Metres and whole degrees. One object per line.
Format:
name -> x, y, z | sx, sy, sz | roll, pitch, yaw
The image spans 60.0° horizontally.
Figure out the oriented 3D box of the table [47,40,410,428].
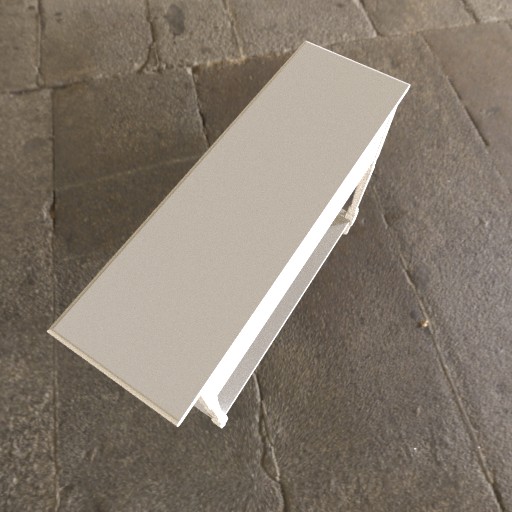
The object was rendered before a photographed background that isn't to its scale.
table -> 0.000, 0.000, 1.562 | 0.384, 0.808, 1.197 | 30, 67, 14
